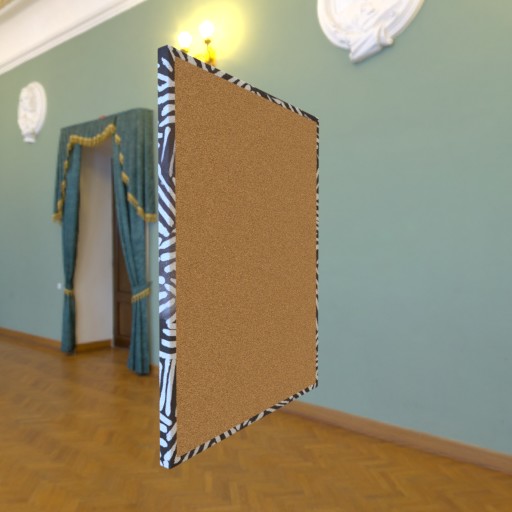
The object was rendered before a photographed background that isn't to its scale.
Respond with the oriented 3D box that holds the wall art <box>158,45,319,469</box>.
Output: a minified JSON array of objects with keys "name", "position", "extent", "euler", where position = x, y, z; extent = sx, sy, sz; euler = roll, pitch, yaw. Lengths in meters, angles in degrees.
[{"name":"wall art","position":[0.000,0.000,1.378],"extent":[0.038,1.017,0.765],"euler":[1,2,36]}]
